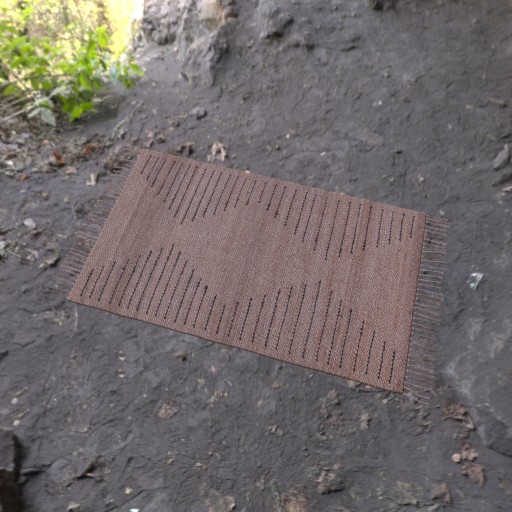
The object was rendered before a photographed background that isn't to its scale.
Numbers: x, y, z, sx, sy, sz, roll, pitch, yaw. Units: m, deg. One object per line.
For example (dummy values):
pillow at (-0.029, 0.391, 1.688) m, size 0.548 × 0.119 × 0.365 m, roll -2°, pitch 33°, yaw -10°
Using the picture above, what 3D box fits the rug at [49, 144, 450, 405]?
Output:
rug at (0.000, 0.000, 2.065) m, size 1.718 × 0.017 × 0.905 m, roll 14°, pitch 65°, yaw 7°
